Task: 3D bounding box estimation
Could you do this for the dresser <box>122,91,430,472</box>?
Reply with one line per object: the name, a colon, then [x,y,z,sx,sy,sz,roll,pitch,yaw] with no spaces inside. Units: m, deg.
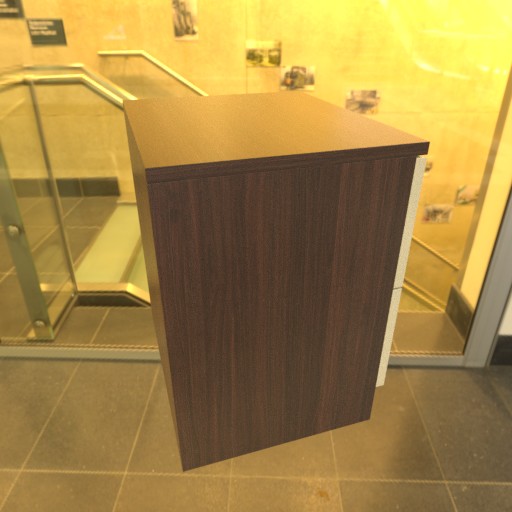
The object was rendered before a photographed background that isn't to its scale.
dresser: [0.000,0.000,0.767,0.360,0.470,0.400,-9,30,-16]
